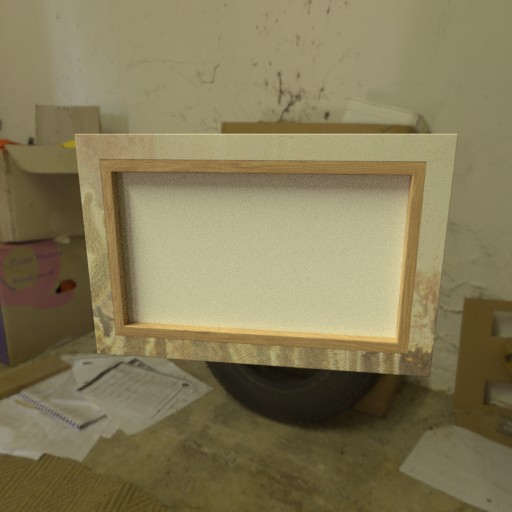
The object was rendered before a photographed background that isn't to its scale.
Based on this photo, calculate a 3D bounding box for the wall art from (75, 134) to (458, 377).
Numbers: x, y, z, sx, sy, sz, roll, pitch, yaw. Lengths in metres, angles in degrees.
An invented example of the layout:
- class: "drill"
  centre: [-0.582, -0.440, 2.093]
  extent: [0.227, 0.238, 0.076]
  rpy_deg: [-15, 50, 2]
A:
- class: "wall art"
  centre: [0.000, 0.000, 1.429]
  extent: [1.142, 0.758, 0.041]
  rpy_deg: [2, 15, 8]
